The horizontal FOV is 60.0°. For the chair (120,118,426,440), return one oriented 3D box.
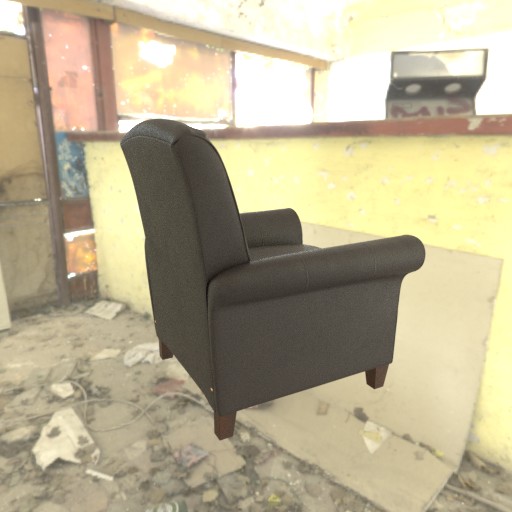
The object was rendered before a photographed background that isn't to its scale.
[{"bbox_3d":[0.000,0.000,1.833,0.902,1.061,0.978,-7,16,-27],"label":"chair"}]
